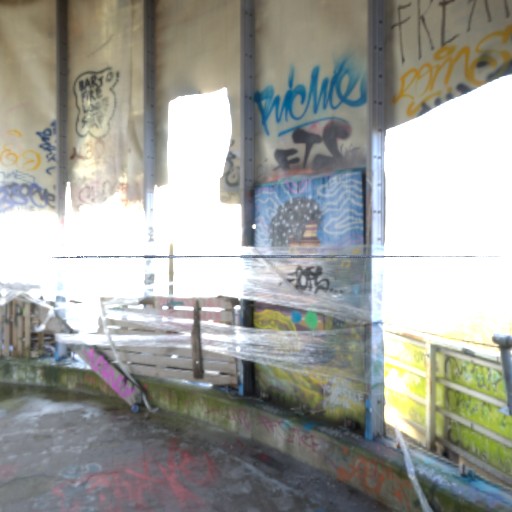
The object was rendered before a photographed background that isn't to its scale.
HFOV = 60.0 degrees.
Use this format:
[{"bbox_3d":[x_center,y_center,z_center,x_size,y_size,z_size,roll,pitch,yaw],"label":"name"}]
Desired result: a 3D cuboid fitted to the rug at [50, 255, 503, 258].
[{"bbox_3d":[0.000,0.000,3.931,3.021,0.013,2.432,0,0,-17],"label":"rug"}]
